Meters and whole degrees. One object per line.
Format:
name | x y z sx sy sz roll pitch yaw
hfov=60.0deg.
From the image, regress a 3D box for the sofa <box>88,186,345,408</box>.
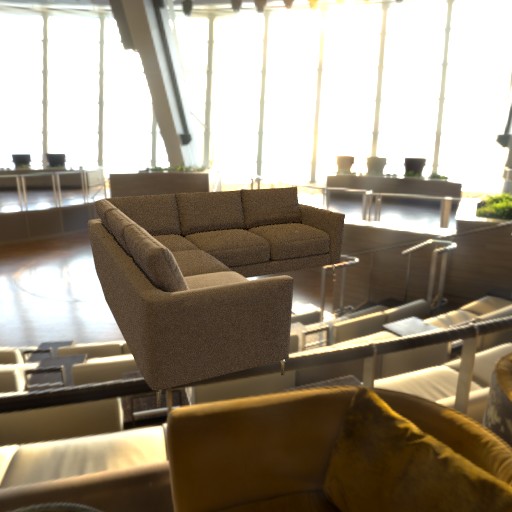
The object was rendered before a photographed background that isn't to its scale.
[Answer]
sofa | 0.000 0.000 3.777 2.438 0.864 2.438 -8 17 -26
